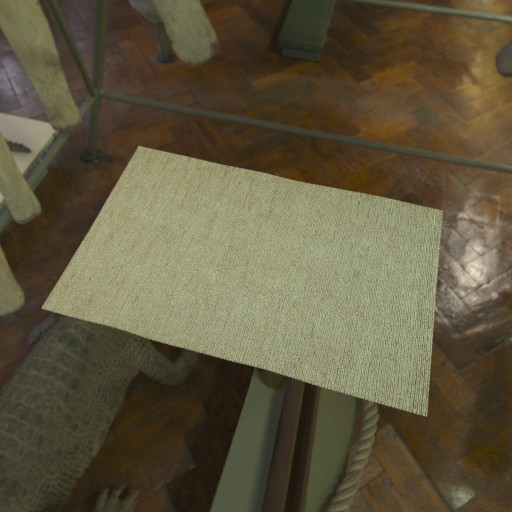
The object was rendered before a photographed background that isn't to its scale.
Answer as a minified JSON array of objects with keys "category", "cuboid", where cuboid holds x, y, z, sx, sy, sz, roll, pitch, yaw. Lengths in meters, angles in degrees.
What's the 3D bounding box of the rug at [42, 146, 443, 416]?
[{"category":"rug","cuboid":[0.000,0.000,3.066,2.439,0.011,1.533,14,59,8]}]
